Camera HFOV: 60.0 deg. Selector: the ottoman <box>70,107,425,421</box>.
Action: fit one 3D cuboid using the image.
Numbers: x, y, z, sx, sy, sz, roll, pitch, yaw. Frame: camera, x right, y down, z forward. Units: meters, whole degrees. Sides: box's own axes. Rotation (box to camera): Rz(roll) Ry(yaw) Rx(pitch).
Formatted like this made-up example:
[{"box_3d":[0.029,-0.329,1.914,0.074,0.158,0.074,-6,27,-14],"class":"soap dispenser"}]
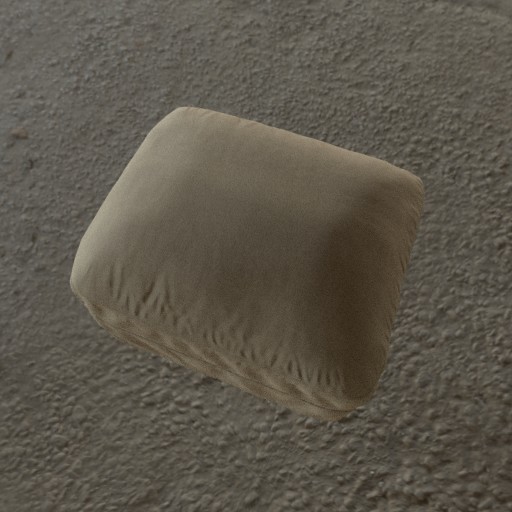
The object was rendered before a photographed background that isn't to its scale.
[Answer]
[{"box_3d":[0.000,0.000,1.106,0.712,0.480,0.584,19,65,9],"class":"ottoman"}]
